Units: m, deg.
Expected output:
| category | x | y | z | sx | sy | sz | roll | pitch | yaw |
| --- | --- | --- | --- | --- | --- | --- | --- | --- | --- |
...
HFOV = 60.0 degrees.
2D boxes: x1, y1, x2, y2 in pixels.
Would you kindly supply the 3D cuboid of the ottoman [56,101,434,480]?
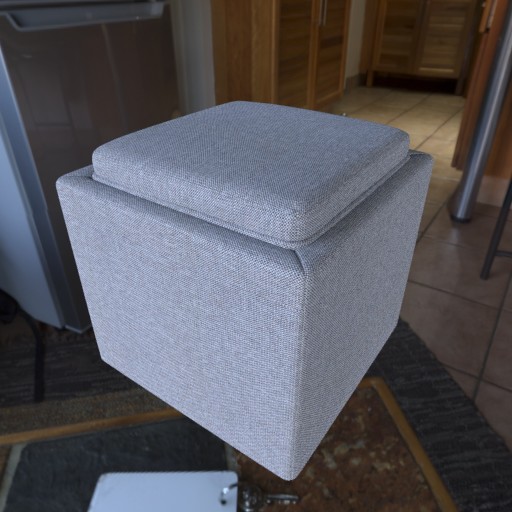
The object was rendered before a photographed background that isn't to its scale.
| category | x | y | z | sx | sy | sz | roll | pitch | yaw |
| --- | --- | --- | --- | --- | --- | --- | --- | --- | --- |
| ottoman | 0.000 | 0.000 | 0.810 | 0.450 | 0.460 | 0.450 | 21 | 38 | 29 |
